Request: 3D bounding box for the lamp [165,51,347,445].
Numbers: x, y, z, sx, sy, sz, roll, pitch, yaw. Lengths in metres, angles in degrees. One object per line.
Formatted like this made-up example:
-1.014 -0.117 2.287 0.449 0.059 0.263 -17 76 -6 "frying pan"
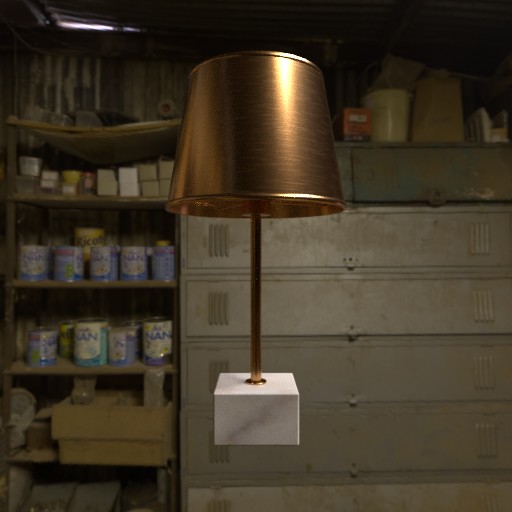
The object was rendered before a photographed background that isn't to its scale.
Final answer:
0.000 0.000 0.516 0.208 0.406 0.208 0 0 0 "lamp"
